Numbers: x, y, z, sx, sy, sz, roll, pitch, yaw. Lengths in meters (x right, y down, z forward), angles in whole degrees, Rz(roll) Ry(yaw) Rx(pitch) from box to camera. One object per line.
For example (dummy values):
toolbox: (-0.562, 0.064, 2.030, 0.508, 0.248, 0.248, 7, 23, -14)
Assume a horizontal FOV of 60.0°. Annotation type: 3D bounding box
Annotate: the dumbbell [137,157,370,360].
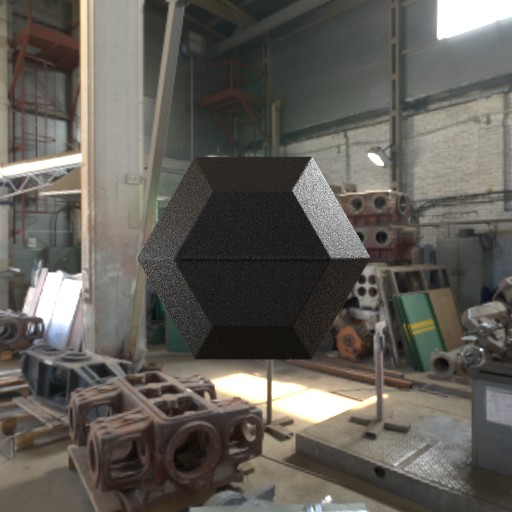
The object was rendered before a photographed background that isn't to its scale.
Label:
dumbbell: (0.000, 0.000, 0.413, 0.142, 0.123, 0.337, 0, 1, 1)
